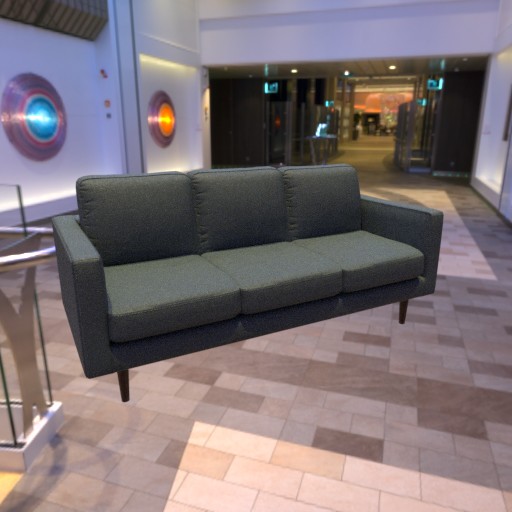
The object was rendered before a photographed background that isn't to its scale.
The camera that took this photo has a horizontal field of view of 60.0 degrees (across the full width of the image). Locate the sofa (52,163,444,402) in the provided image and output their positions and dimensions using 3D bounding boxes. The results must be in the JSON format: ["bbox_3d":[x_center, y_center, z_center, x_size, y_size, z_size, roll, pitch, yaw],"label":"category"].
[{"bbox_3d":[0.000,0.000,2.523,2.013,0.945,0.935,-9,19,-27],"label":"sofa"}]
